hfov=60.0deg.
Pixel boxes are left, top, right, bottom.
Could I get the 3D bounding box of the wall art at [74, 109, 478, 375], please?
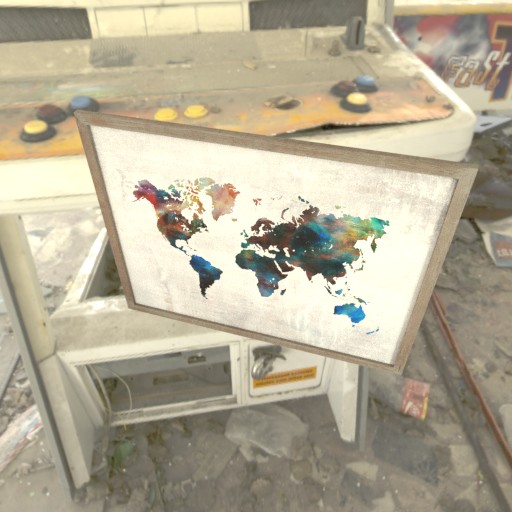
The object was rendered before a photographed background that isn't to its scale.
[{"bbox_3d":[0.000,0.000,1.332,1.012,0.774,0.019,11,42,13],"label":"wall art"}]
